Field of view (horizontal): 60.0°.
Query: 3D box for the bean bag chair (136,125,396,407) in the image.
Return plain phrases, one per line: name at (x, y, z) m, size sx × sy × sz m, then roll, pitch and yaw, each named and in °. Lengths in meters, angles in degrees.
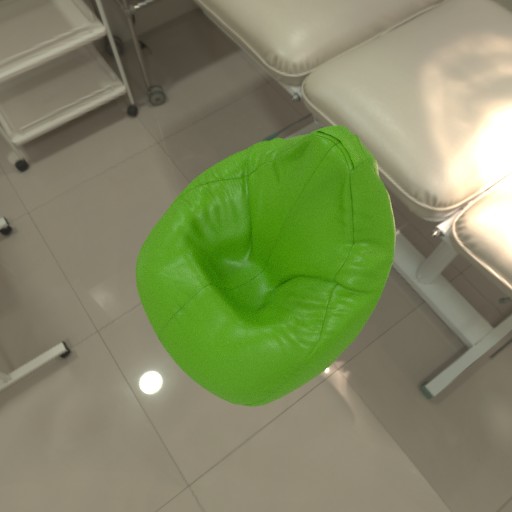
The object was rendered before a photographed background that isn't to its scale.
bean bag chair at (0.000, 0.000, 1.921) m, size 1.070 × 0.990 × 1.070 m, roll -33°, pitch 69°, yaw -15°
